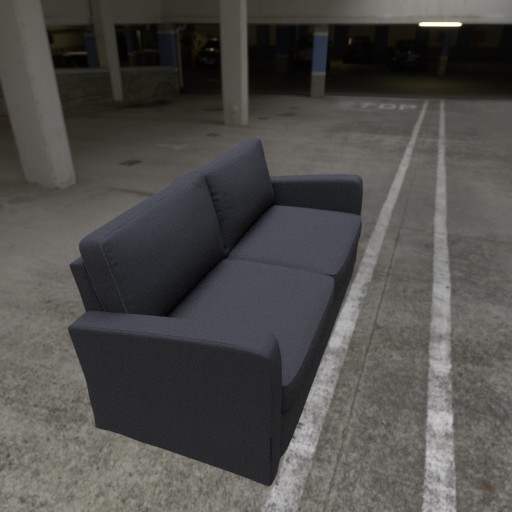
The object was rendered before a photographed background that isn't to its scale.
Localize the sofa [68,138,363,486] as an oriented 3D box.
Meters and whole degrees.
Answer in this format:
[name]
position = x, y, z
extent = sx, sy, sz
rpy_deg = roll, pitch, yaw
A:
[sofa]
position = 0.000, 0.000, 2.302
extent = 0.898, 0.839, 1.852
rpy_deg = 10, 30, 18
